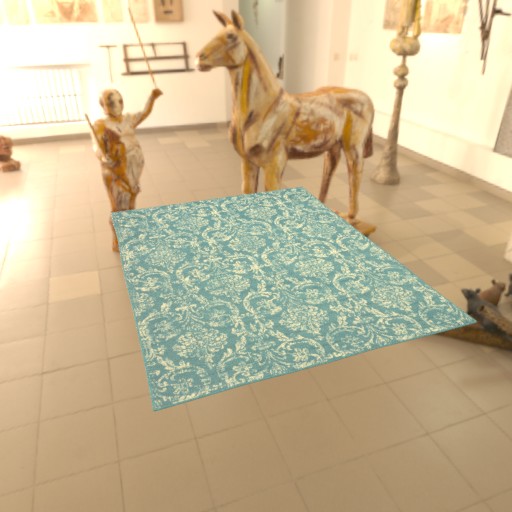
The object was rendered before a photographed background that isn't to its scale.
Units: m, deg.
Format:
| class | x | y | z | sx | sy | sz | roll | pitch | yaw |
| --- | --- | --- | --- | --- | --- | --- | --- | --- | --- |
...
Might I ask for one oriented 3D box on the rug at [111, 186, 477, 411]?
| class | x | y | z | sx | sy | sz | roll | pitch | yaw |
| --- | --- | --- | --- | --- | --- | --- | --- | --- | --- |
| rug | 0.000 | 0.000 | 4.112 | 2.363 | 0.012 | 2.980 | -10 | 31 | -18 |
